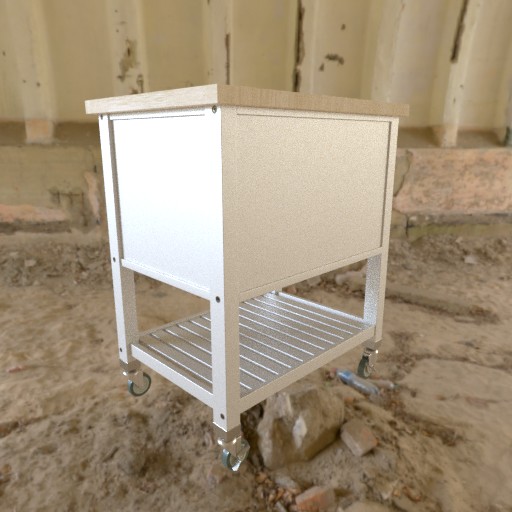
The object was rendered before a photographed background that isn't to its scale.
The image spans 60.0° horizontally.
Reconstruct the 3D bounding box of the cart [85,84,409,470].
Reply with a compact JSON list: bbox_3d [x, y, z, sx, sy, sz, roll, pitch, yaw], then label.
[{"bbox_3d":[0.000,0.000,1.395,0.762,0.914,0.559,-14,21,-43],"label":"cart"}]
